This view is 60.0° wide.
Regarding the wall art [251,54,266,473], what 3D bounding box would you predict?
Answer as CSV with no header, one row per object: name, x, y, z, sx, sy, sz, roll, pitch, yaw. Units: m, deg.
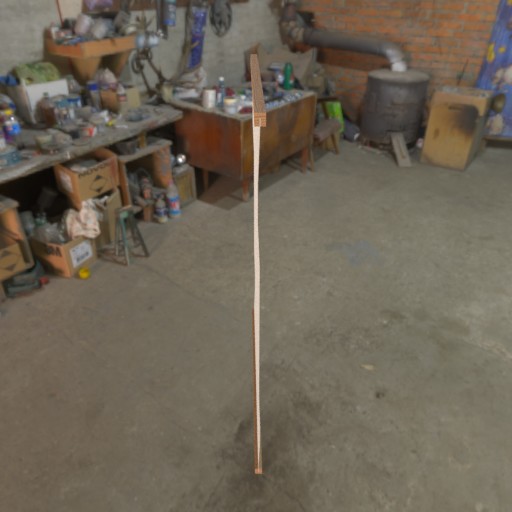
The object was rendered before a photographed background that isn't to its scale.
wall art,0.000,0.000,1.326,0.020,1.016,0.739,-1,31,-1
